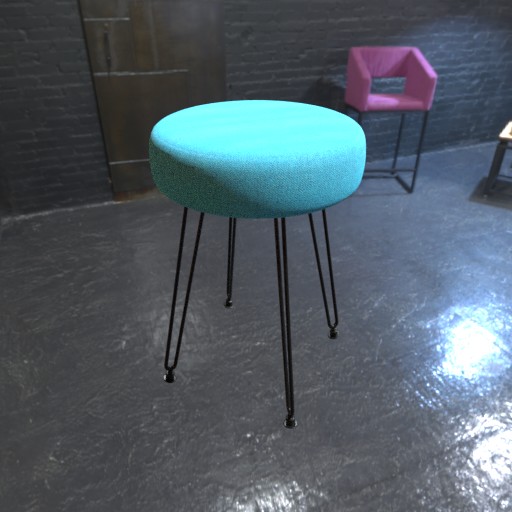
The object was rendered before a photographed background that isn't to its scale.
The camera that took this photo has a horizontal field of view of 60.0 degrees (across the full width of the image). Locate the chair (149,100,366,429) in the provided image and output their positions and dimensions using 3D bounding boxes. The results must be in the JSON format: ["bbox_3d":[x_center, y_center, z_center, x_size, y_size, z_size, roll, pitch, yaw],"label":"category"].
[{"bbox_3d":[0.000,0.000,0.720,0.350,0.440,0.350,-11,33,-17],"label":"chair"}]
